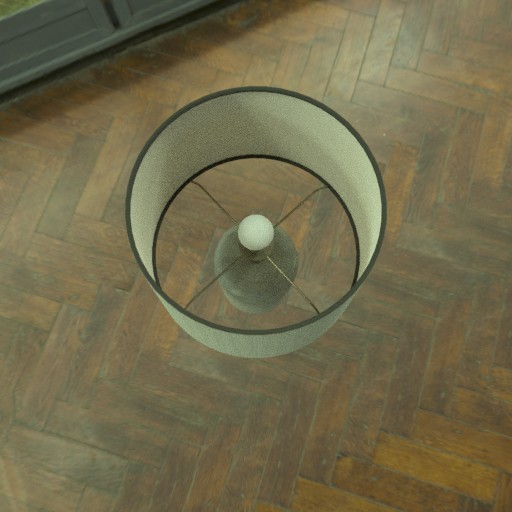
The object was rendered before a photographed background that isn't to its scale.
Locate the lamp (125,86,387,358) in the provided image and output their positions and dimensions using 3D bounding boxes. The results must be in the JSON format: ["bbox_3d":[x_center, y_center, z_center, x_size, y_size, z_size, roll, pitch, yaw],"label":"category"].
[{"bbox_3d":[0.000,0.000,0.837,0.376,0.594,0.376,0,77,0],"label":"lamp"}]
